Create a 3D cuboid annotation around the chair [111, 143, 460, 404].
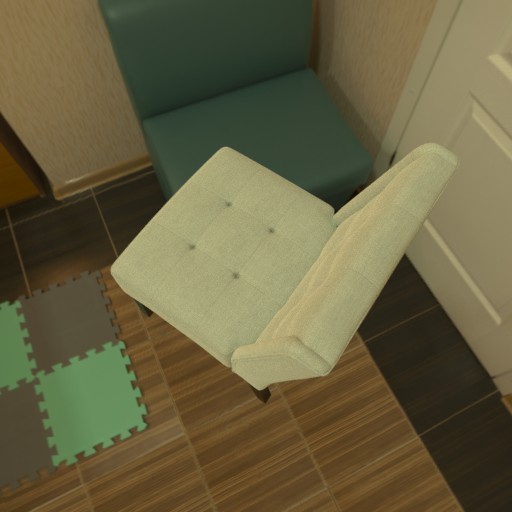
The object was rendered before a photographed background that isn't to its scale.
[{"bbox_3d":[0.000,0.000,1.282,0.676,0.853,0.569,33,69,14],"label":"chair"}]
